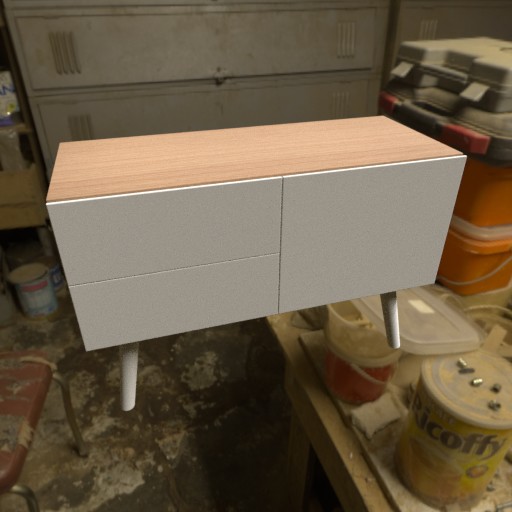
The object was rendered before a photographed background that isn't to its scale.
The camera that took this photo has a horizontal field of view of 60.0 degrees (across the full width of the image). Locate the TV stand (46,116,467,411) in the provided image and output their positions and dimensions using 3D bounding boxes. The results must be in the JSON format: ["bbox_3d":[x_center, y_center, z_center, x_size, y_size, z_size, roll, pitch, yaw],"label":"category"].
[{"bbox_3d":[0.000,0.000,1.334,0.991,0.660,0.407,-9,33,-14],"label":"TV stand"}]
